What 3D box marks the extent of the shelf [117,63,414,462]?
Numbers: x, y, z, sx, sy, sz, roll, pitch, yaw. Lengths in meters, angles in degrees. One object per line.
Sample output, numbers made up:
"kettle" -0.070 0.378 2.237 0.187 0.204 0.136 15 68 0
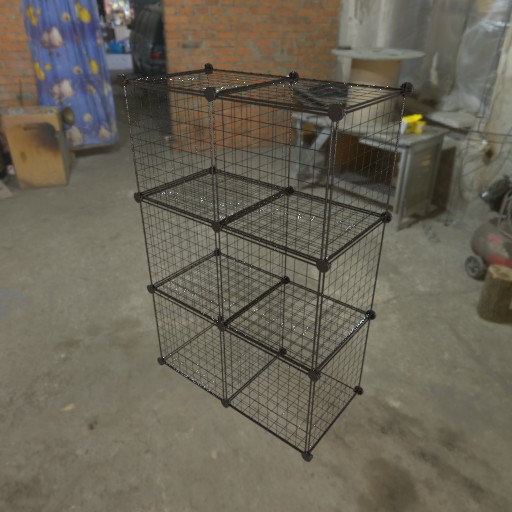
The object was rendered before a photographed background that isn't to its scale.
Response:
"shelf" 0.000 0.000 1.419 0.711 1.067 0.356 21 36 33
